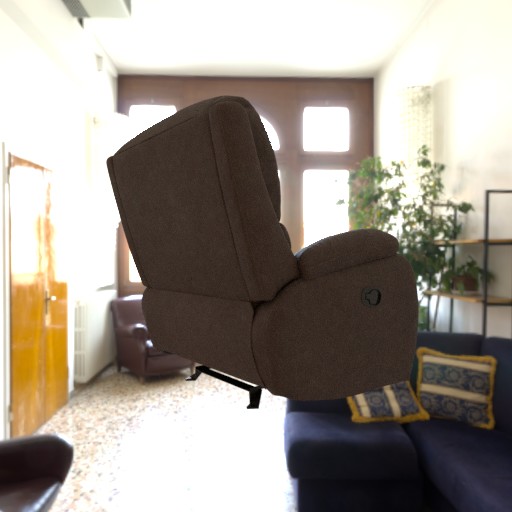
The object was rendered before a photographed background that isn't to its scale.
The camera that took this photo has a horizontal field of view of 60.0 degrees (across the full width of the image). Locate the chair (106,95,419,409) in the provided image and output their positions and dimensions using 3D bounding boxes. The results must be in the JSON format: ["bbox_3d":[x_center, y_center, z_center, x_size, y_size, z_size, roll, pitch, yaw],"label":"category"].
[{"bbox_3d":[0.000,0.000,1.752,0.899,1.011,0.930,0,0,-38],"label":"chair"}]
